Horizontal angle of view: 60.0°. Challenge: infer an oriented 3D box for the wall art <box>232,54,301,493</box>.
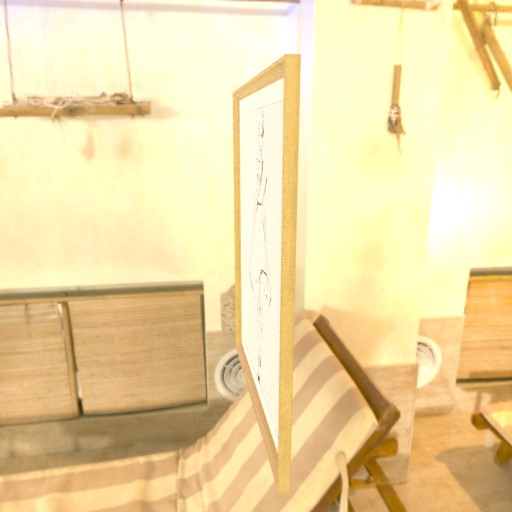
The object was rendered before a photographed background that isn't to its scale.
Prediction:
[{"bbox_3d":[0.000,0.000,1.345,0.030,1.002,0.798,-3,15,-10],"label":"wall art"}]
